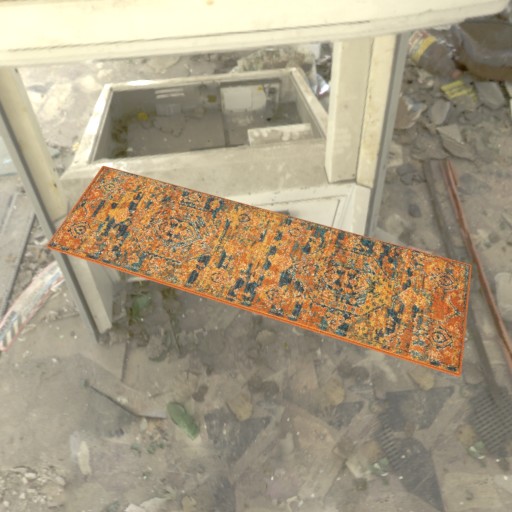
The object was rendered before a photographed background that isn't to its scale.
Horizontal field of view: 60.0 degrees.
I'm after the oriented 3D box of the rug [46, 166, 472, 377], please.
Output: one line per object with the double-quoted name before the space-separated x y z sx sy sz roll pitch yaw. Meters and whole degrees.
"rug" 0.000 0.000 2.456 2.274 0.016 0.651 16 60 10
